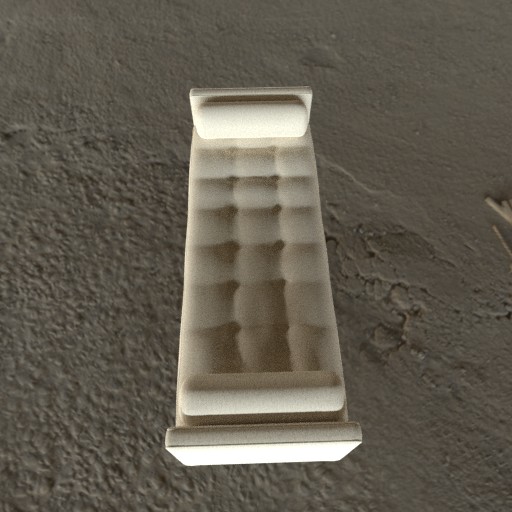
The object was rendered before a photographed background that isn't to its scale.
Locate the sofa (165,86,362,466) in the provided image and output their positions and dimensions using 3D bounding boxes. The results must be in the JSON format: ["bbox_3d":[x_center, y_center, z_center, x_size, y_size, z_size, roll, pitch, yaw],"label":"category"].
[{"bbox_3d":[0.000,0.000,2.368,0.746,0.641,1.985,-2,59,-1],"label":"sofa"}]
